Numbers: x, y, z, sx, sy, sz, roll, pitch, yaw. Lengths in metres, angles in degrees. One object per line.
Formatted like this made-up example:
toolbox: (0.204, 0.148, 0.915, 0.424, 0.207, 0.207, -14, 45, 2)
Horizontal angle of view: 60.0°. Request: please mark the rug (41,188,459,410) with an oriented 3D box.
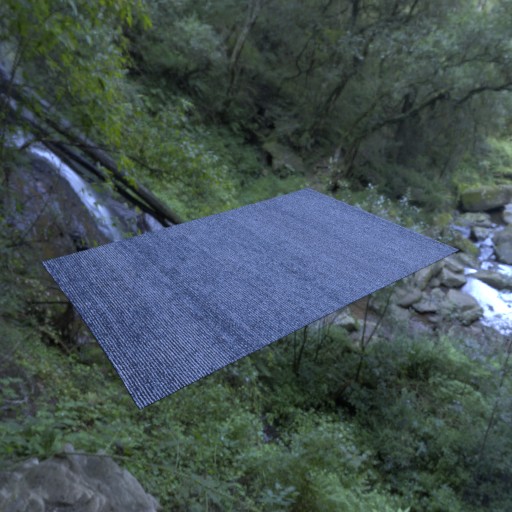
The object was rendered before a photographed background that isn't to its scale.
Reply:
rug: (0.000, 0.000, 2.188, 1.740, 0.010, 1.135, -20, 34, -31)
